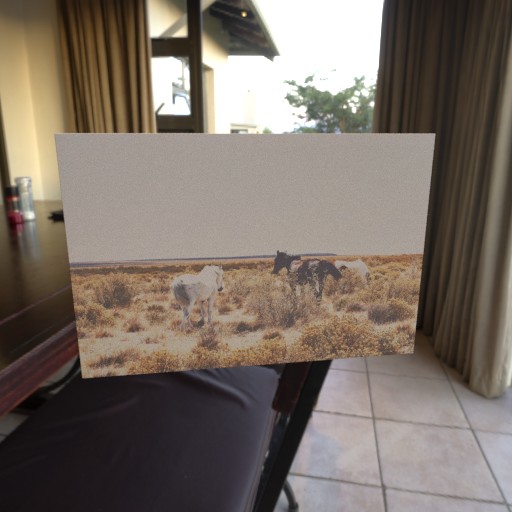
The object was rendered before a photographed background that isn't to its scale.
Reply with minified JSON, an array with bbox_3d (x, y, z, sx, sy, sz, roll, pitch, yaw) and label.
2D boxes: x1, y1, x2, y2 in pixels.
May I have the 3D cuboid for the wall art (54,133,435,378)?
[{"bbox_3d":[0.000,0.000,1.908,1.520,1.016,0.051,-2,15,-8],"label":"wall art"}]
